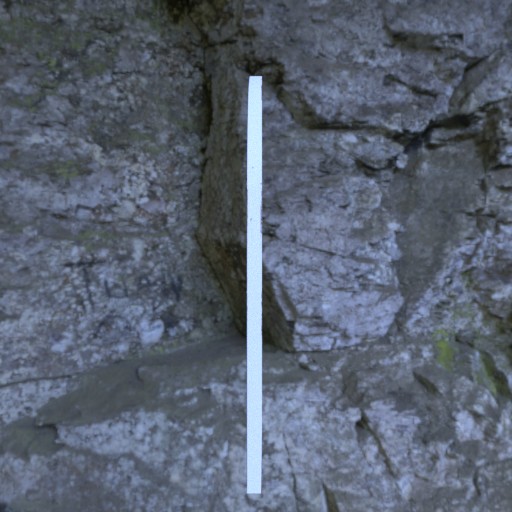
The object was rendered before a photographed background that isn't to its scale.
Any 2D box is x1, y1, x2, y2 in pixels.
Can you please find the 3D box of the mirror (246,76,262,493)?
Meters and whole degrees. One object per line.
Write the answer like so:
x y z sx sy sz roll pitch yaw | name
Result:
0.000 0.000 1.187 0.032 0.920 0.660 0 -1 1 | mirror
